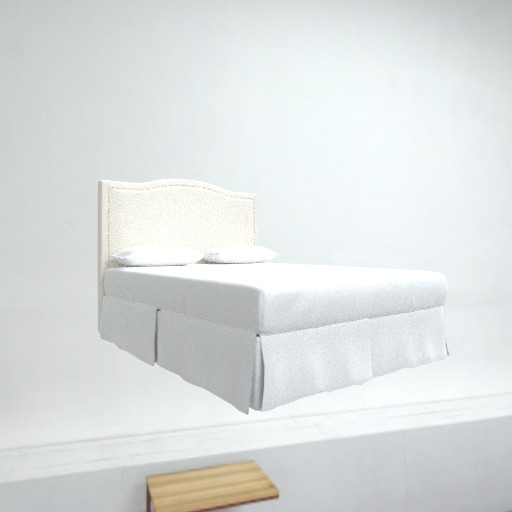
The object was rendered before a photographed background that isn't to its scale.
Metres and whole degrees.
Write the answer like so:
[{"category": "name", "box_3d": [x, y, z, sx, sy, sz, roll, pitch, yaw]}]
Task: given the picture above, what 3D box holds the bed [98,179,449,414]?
[{"category": "bed", "box_3d": [0.000, 0.000, 3.466, 1.821, 1.436, 2.282, -1, 2, -38]}]
